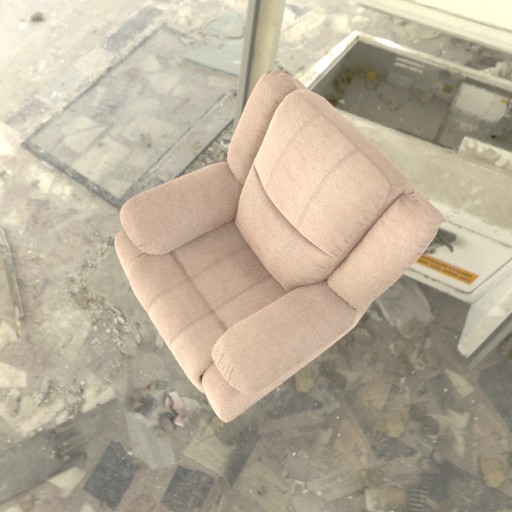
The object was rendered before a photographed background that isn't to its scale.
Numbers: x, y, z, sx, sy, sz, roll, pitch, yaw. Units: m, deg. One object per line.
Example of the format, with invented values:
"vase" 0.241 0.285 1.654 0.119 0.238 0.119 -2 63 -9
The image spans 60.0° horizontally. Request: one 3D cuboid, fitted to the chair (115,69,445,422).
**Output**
"chair" 0.000 0.000 1.762 0.944 1.008 0.899 -33 67 -15
